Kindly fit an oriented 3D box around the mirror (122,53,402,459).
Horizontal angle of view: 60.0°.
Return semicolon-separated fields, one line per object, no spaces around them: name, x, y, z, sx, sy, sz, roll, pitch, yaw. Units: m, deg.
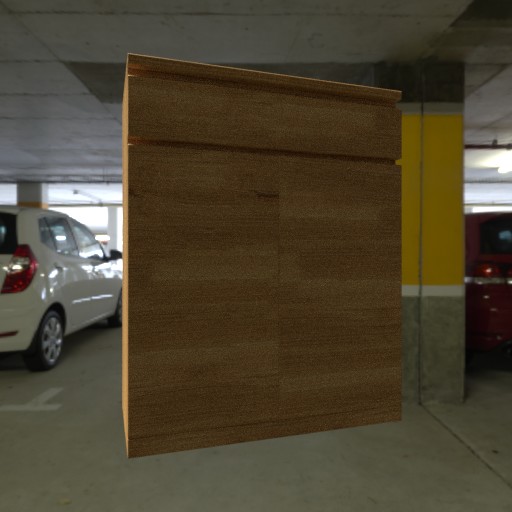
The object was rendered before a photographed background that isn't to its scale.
mirror;0.000;0.000;1.407;0.800;1.000;0.400;0;0;-19
